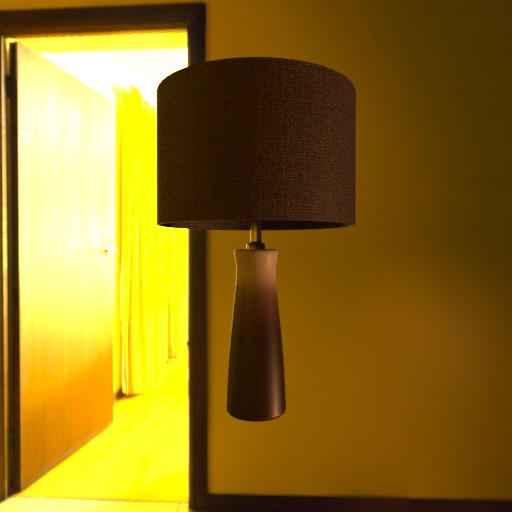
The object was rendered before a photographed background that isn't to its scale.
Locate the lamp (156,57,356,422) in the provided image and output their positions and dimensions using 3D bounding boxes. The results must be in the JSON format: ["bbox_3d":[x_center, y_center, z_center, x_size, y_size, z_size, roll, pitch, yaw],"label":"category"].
[{"bbox_3d":[0.000,0.000,0.692,0.303,0.488,0.303,0,1,0],"label":"lamp"}]
